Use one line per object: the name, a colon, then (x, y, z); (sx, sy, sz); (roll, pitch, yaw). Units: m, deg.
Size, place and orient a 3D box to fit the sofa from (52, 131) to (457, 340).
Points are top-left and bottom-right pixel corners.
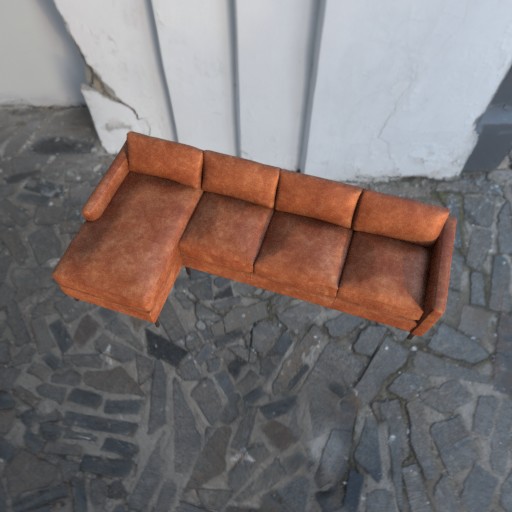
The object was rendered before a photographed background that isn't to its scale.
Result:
sofa: (0.000, 0.000, 3.684); (2.993, 0.859, 1.471); (16, 60, 9)
